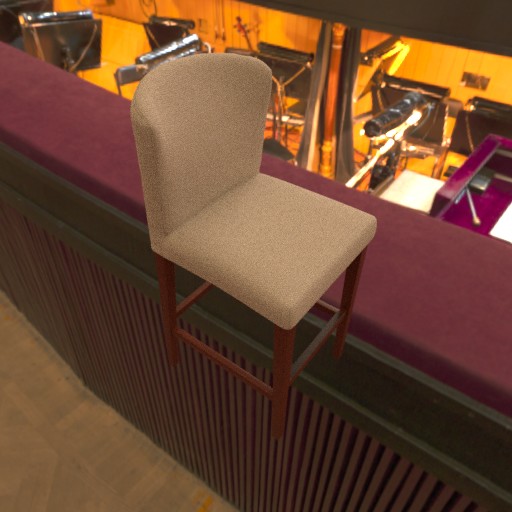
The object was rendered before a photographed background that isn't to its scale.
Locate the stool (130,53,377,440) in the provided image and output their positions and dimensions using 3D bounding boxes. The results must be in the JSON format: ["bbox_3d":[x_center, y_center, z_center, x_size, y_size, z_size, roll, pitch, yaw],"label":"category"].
[{"bbox_3d":[0.000,0.000,1.377,0.568,1.069,0.481,26,48,27],"label":"stool"}]
